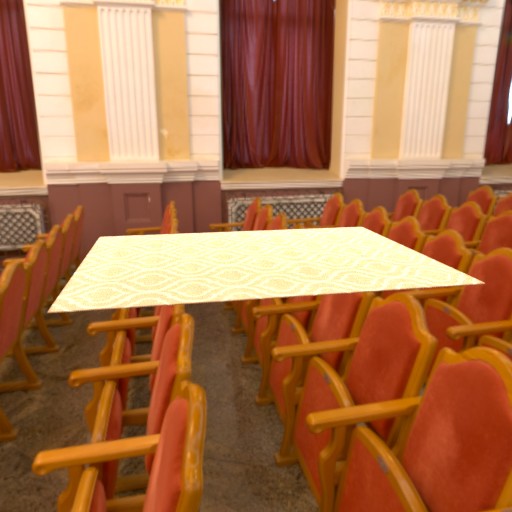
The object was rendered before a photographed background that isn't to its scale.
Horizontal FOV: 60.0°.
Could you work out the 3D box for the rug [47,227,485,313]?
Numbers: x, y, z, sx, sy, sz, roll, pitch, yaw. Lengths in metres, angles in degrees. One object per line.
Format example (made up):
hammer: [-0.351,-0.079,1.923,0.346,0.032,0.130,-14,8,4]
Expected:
rug: [0.000,0.000,4.464,3.353,0.010,2.438,-3,15,-10]
